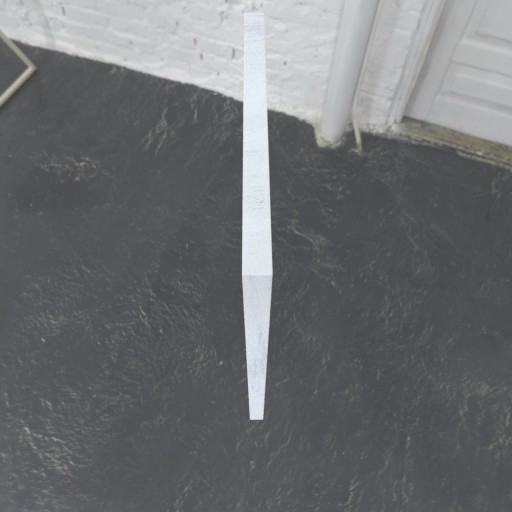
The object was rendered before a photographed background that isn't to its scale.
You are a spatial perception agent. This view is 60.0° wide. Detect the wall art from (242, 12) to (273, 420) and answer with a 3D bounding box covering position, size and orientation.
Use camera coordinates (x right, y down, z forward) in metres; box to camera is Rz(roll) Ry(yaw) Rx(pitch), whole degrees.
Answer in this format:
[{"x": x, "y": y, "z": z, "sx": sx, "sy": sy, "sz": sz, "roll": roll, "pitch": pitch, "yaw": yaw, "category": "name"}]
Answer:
[{"x": 0.000, "y": 0.000, "z": 1.144, "sx": 0.043, "sy": 0.914, "sz": 0.624, "roll": 0, "pitch": 58, "yaw": 0, "category": "wall art"}]
